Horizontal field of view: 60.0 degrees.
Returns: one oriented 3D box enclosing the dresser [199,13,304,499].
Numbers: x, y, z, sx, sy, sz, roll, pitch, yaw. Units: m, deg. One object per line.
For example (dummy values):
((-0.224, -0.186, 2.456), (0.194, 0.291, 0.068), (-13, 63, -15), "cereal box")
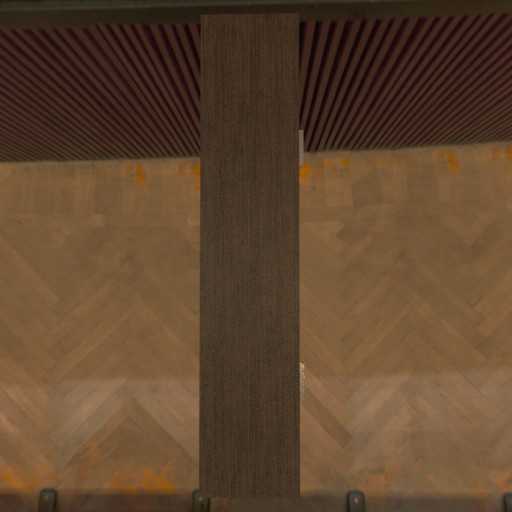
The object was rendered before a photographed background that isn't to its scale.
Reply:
((0.000, 0.000, 1.800), (0.333, 0.790, 1.535), (0, 88, 2), "dresser")
